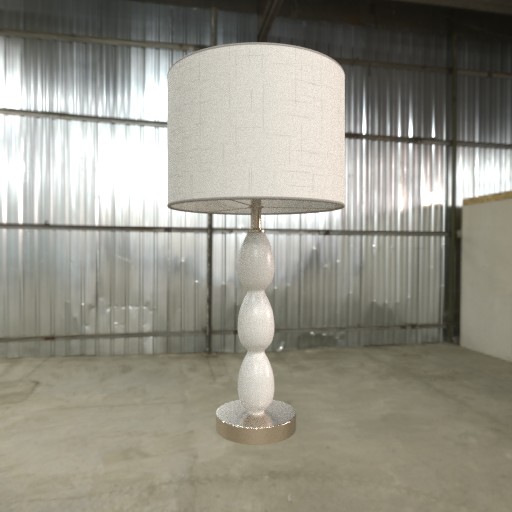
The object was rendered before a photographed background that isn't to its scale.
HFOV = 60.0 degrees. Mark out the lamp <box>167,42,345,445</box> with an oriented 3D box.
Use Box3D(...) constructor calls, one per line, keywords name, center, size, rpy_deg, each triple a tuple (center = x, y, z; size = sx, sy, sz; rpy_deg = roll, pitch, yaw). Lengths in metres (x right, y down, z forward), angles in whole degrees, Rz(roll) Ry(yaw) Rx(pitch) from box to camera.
Box3D(name="lamp", center=(0.000, 0.000, 0.718), size=(0.282, 0.559, 0.280), rpy_deg=(0, 1, 18))
